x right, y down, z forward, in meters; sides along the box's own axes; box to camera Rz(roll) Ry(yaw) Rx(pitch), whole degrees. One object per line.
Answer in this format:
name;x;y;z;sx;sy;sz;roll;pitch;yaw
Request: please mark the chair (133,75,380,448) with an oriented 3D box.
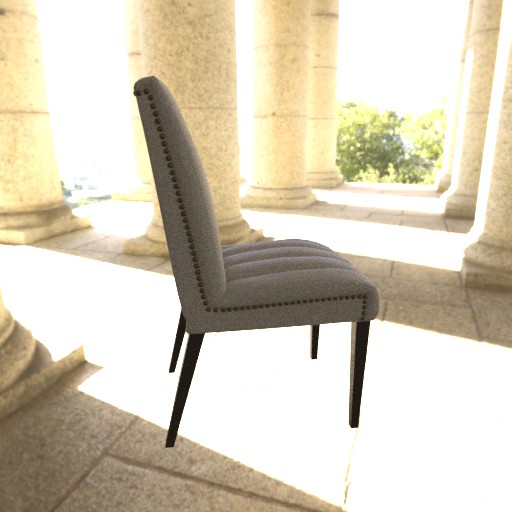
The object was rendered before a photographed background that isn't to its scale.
chair;0.000;0.000;1.407;0.647;1.016;0.511;-3;16;-9
